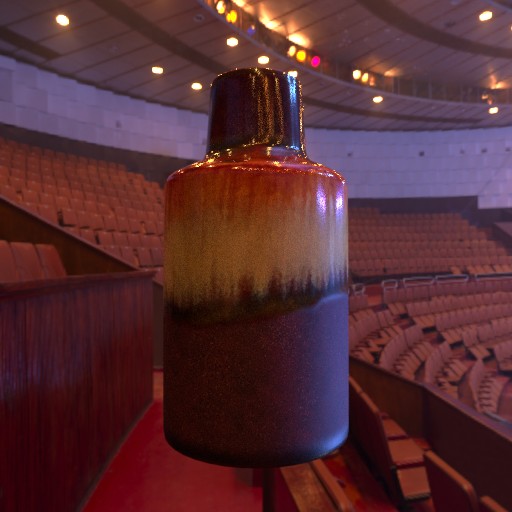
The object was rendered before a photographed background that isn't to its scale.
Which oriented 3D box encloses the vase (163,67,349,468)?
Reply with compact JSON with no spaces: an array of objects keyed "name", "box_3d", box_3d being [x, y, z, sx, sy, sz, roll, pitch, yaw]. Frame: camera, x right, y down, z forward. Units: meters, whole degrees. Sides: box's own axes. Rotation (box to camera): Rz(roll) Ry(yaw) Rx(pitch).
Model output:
[{"name":"vase","box_3d":[0.000,0.000,0.264,0.108,0.204,0.108,0,-1,0]}]
